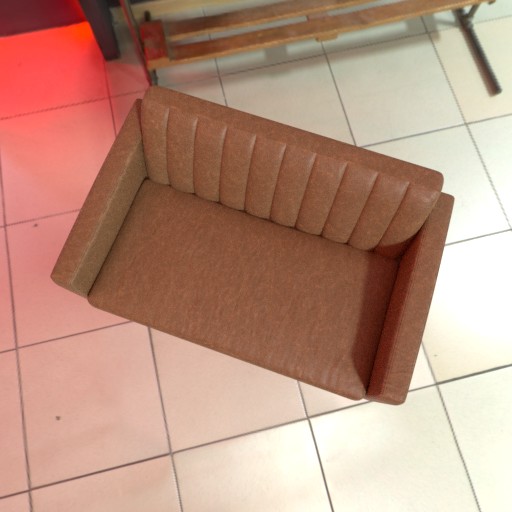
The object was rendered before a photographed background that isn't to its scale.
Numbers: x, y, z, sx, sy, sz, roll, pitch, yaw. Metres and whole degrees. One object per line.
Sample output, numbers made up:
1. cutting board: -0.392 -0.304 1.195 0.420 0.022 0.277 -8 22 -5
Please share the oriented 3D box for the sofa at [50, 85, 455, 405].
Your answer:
1. sofa: 0.000 0.000 2.112 1.549 0.820 0.960 19 75 5
